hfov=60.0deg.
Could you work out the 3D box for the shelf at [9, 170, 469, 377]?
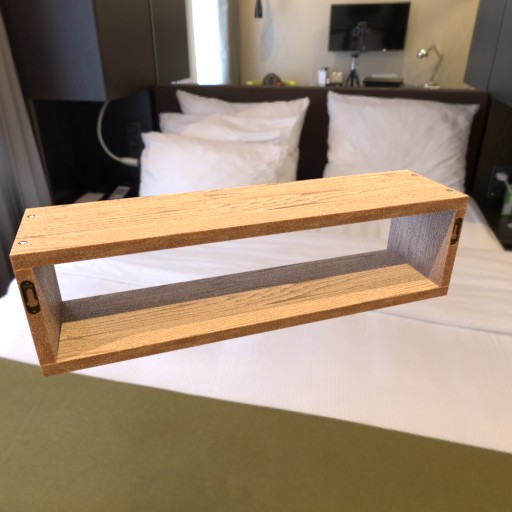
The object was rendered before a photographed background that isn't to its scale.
[{"bbox_3d":[0.000,0.000,0.664,0.610,0.170,0.150,-9,28,-17],"label":"shelf"}]
